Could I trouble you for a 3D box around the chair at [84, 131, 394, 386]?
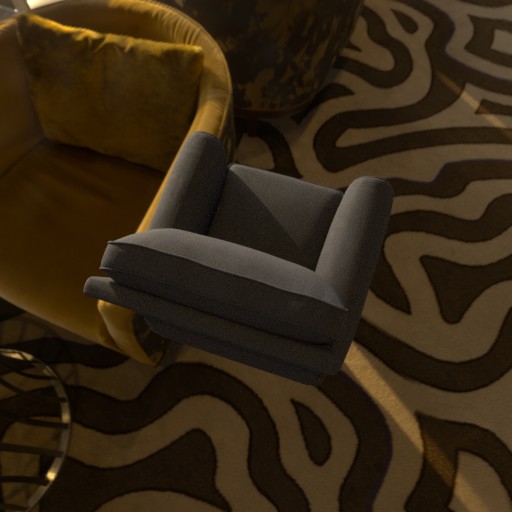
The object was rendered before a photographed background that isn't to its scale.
[{"bbox_3d":[0.000,0.000,1.681,0.890,0.961,0.878,17,64,8],"label":"chair"}]
